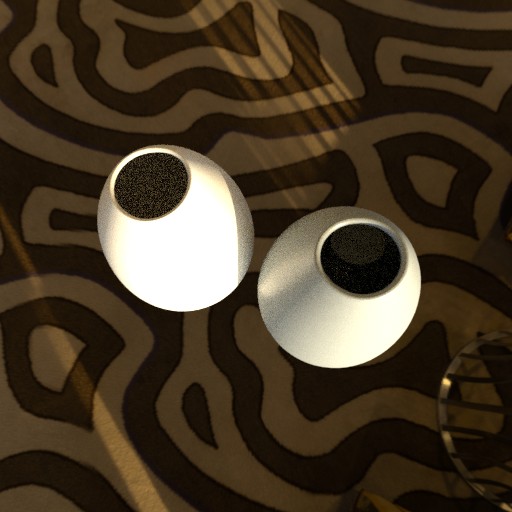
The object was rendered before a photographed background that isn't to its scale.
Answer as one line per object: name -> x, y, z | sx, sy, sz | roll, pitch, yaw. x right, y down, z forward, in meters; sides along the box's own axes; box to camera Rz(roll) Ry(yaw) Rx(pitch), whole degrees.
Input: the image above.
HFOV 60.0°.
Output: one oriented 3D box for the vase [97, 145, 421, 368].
vase -> 0.000, 0.000, 0.252 | 0.187, 0.131, 0.089 | 20, 76, 5
